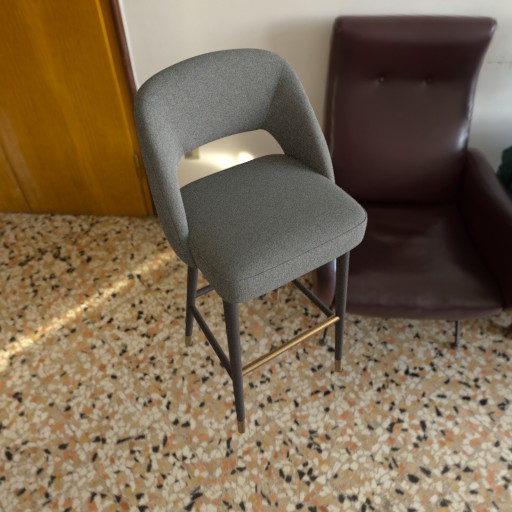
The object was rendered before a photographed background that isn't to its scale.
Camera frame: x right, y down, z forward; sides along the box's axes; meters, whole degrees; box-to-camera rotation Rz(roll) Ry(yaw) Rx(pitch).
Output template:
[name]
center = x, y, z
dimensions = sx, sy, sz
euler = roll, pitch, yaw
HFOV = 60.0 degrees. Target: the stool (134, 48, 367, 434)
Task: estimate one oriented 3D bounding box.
[stool]
center = 0.000, 0.000, 1.399
dimensions = 0.536, 1.089, 0.524
euler = -25, 51, -22
